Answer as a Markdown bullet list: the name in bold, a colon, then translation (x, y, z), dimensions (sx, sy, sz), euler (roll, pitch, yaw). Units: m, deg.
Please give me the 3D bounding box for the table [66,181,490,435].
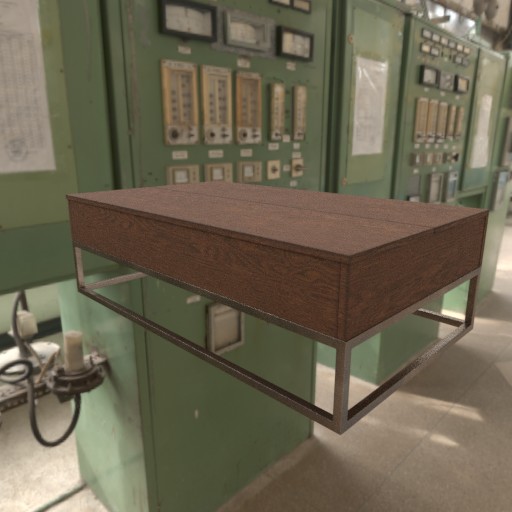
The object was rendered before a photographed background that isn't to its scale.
- **table**: translation (0.000, 0.000, 1.449), dimensions (1.167, 0.361, 0.719), euler (15, 21, 43)
